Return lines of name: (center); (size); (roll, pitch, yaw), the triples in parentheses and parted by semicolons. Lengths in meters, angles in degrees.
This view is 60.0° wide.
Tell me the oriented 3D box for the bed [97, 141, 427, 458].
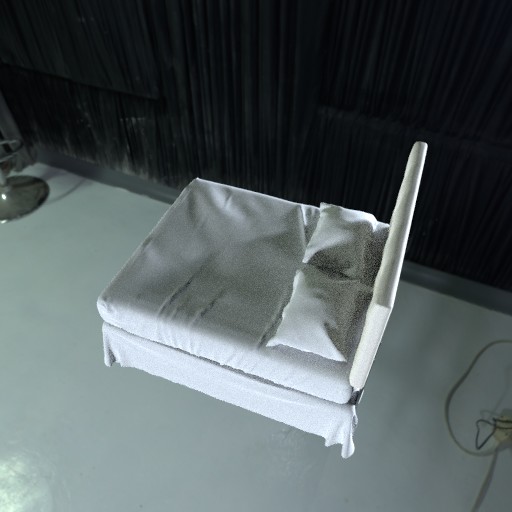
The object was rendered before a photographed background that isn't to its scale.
bed: (0.000, 0.000, 3.510); (2.222, 1.577, 1.936); (16, 48, 15)
